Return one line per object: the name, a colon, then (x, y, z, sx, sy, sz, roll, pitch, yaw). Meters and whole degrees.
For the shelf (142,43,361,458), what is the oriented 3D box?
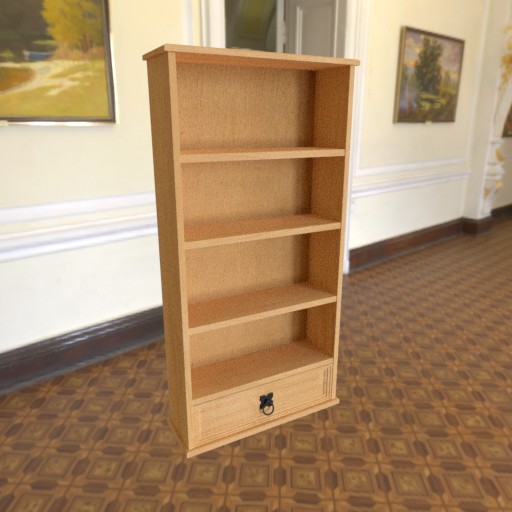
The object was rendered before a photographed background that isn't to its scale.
shelf: (0.000, 0.000, 1.245, 0.520, 1.030, 0.175, -9, 19, -27)
